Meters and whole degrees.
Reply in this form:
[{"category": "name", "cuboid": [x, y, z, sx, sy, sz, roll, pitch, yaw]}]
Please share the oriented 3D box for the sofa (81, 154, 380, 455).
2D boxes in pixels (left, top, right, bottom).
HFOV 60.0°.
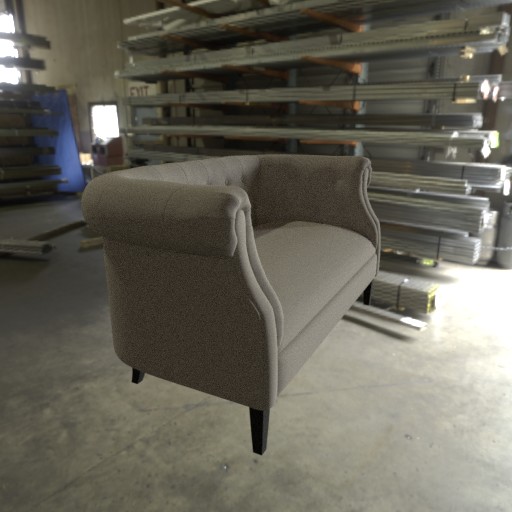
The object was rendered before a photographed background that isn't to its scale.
[{"category": "sofa", "cuboid": [0.000, 0.000, 2.008, 0.835, 0.827, 1.558, 8, 19, 26]}]
